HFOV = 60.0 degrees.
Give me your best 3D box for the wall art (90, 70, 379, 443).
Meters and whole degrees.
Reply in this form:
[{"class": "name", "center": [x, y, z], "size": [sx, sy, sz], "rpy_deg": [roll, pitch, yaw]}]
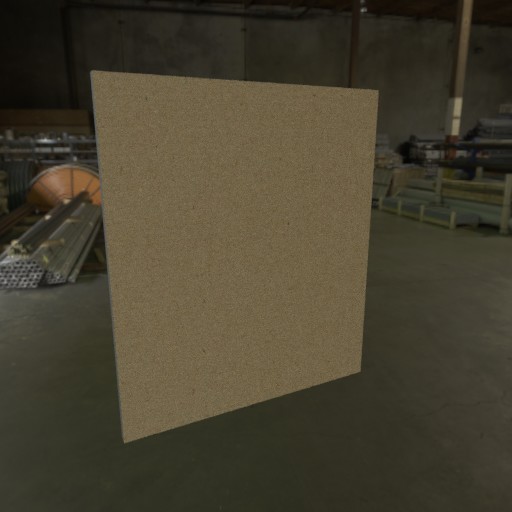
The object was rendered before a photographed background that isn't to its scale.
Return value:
[{"class": "wall art", "center": [0.000, 0.000, 1.176], "size": [0.755, 0.863, 0.028], "rpy_deg": [-8, 16, -27]}]
